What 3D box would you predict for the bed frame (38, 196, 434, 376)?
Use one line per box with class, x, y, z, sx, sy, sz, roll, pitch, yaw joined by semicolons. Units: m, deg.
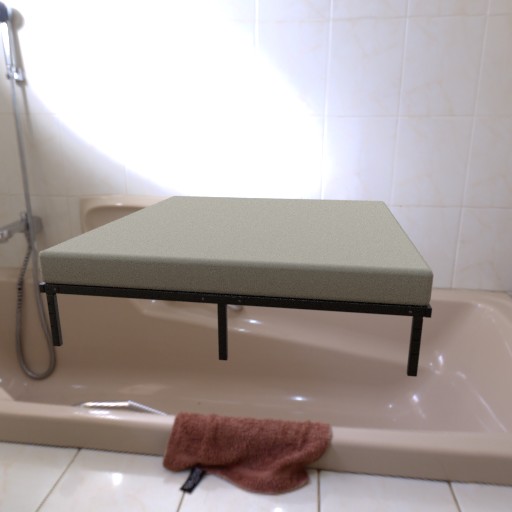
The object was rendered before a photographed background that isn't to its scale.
bed frame;0.000;0.000;4.042;2.526;0.680;2.635;3;16;9
